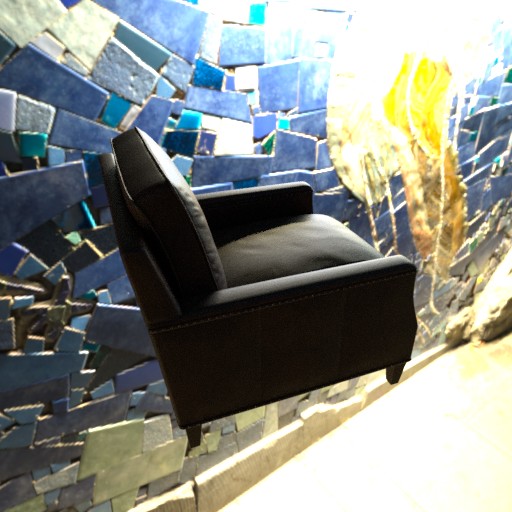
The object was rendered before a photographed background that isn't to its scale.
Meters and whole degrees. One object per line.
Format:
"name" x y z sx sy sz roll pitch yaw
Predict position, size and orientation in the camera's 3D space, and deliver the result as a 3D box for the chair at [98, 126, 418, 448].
"chair" 0.000 0.000 1.725 1.014 0.929 0.853 -11 32 -18
